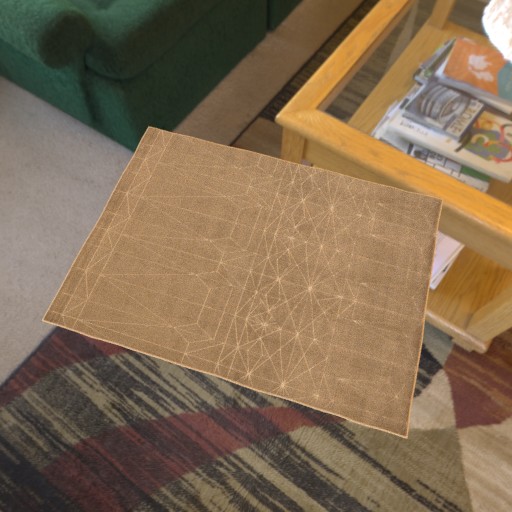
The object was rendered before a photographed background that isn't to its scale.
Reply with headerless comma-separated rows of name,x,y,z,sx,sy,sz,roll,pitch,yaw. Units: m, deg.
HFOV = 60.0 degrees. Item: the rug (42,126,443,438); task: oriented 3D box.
rug,0.000,0.000,4.353,3.357,0.019,2.449,16,65,8
